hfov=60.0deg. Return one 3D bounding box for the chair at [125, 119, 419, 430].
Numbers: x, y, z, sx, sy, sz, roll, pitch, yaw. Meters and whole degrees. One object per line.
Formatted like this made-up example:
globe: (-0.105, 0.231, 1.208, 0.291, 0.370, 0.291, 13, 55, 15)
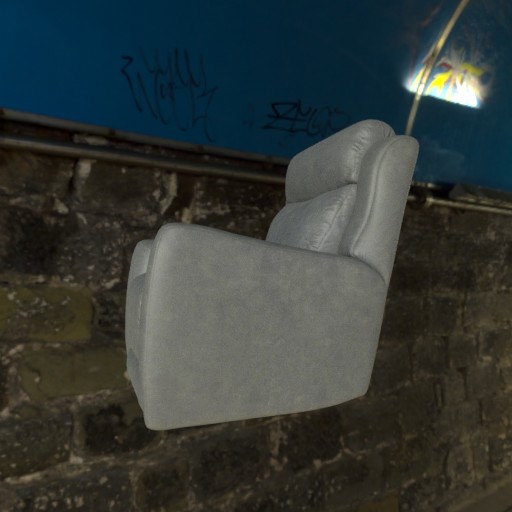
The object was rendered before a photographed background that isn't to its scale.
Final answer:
chair: (0.000, 0.000, 1.937, 1.068, 1.116, 0.965, 0, -1, -19)
